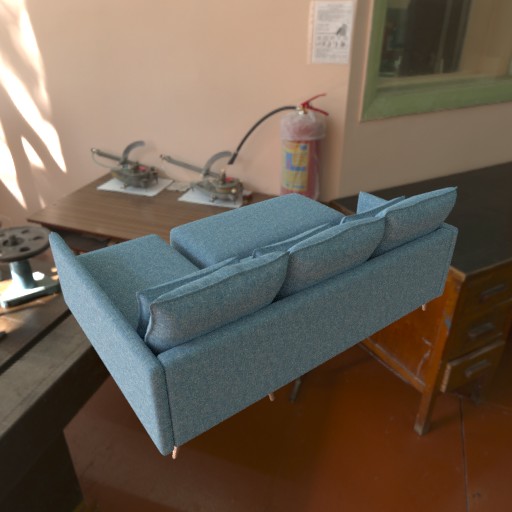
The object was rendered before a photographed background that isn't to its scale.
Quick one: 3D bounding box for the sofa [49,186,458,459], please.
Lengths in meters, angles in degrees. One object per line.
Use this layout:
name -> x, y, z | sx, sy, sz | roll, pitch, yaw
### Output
sofa -> 0.000, 0.000, 2.739 | 2.034, 0.899, 1.420 | -20, 35, -31
